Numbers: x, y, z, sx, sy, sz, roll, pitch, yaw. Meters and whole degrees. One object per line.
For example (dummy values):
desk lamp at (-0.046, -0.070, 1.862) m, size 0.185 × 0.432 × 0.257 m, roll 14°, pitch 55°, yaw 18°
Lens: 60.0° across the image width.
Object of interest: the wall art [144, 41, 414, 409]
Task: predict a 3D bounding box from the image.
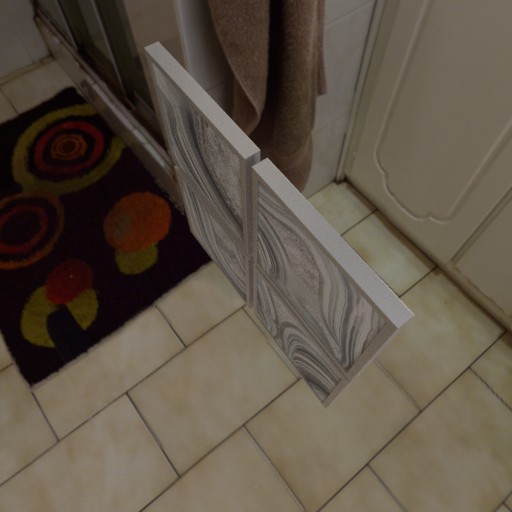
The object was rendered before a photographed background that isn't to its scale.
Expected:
wall art at (0.000, 0.000, 0.913) m, size 0.029 × 0.611 × 0.611 m, roll -33°, pitch 67°, yaw -16°
